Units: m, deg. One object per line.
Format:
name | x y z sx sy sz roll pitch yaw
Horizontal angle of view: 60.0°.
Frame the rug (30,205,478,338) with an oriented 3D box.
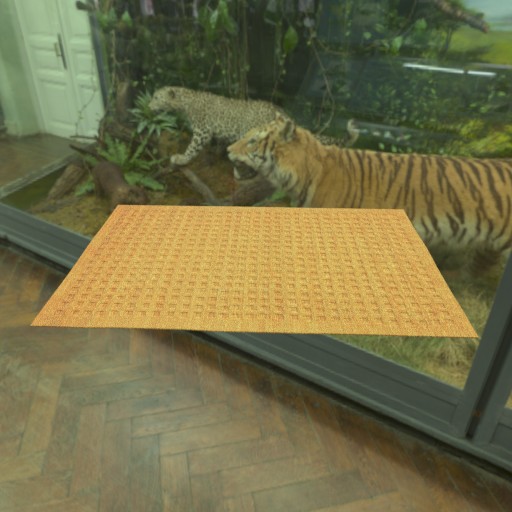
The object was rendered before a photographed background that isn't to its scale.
rug | 0.000 0.000 2.213 1.747 0.006 1.143 1 31 2
